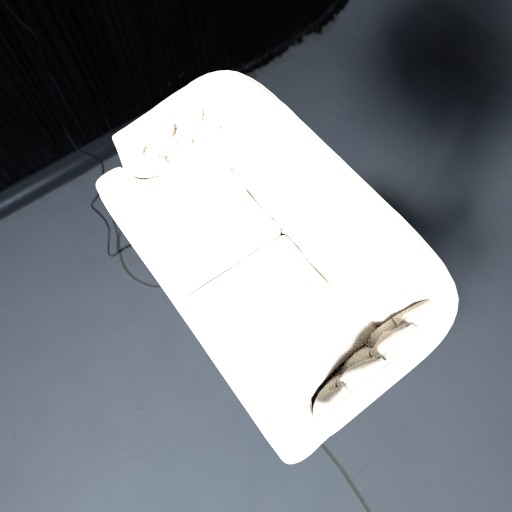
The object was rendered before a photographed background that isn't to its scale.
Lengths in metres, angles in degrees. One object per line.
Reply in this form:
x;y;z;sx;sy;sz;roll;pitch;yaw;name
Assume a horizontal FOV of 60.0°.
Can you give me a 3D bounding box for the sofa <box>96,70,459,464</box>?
0.000;0.000;2.223;0.940;0.878;1.731;-33;68;-16;sofa
